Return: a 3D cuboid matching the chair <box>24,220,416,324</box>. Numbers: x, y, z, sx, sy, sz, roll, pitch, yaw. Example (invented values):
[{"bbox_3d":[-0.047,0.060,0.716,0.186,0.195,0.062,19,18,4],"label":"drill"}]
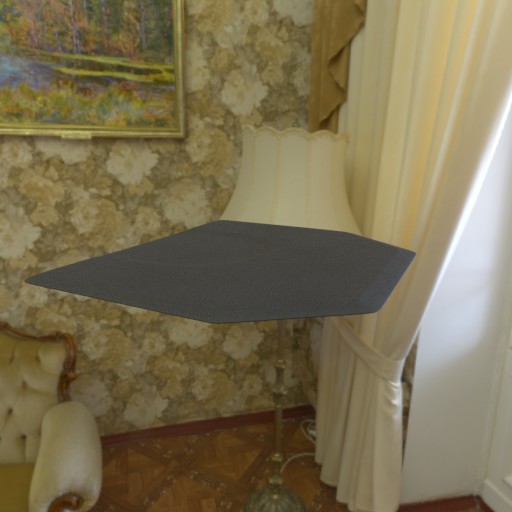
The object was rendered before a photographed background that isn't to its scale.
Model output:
[{"bbox_3d":[0.000,0.000,1.907,1.219,0.024,1.372,7,17,26],"label":"chair"}]
